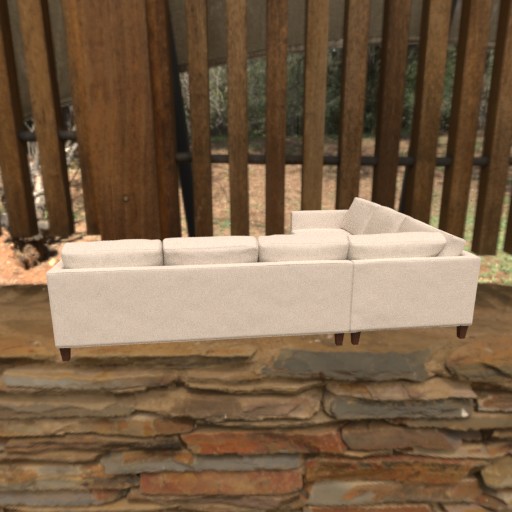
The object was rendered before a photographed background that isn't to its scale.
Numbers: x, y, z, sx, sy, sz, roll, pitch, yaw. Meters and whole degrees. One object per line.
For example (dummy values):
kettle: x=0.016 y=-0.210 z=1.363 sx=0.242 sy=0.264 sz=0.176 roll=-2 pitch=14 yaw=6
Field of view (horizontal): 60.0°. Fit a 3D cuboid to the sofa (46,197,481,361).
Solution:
sofa: x=0.000 y=0.000 z=4.394 sx=3.182 sy=0.863 sz=2.432 roll=-2 pitch=15 yaw=-7
